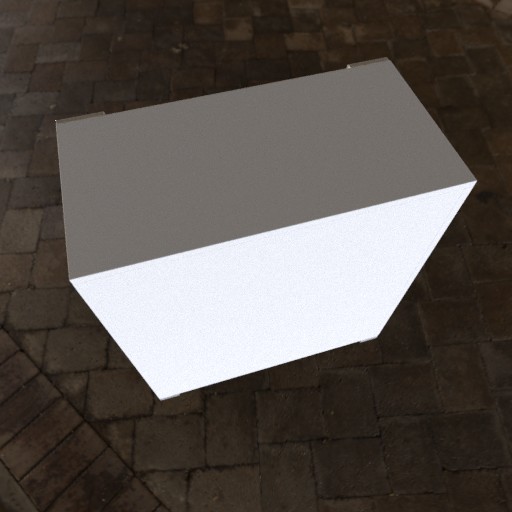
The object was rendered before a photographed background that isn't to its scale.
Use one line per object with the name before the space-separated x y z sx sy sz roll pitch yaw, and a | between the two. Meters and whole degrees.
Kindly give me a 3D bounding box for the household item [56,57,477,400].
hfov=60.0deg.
household item | 0.000 0.000 1.305 0.800 0.870 0.420 -14 60 -8
